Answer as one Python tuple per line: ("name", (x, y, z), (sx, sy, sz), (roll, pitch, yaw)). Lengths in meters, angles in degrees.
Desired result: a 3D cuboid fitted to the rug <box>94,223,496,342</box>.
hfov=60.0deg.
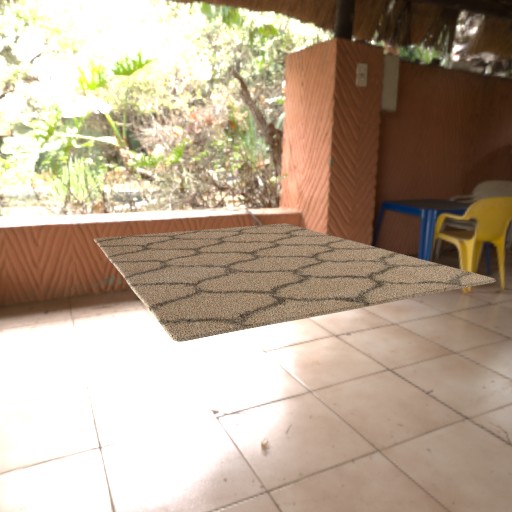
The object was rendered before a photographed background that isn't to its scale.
("rug", (0.000, 0.000, 3.971), (2.399, 0.026, 3.000), (-6, 14, -26))
